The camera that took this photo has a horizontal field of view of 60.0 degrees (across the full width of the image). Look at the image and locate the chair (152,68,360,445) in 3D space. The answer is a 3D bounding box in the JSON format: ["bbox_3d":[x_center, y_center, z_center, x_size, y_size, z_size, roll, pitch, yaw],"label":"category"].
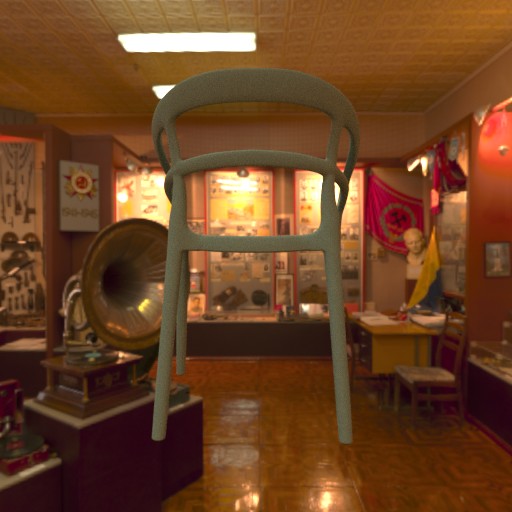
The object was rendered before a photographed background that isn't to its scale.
[{"bbox_3d":[0.000,0.000,1.151,0.559,0.761,0.527,0,1,2],"label":"chair"}]
